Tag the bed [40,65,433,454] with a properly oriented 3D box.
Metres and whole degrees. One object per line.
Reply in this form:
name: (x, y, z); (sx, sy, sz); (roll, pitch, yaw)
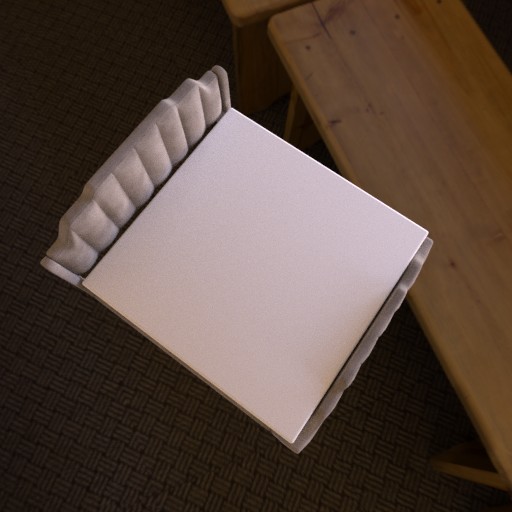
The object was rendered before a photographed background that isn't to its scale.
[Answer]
bed: (0.000, 0.000, 3.575); (2.340, 1.245, 2.074); (35, 77, 9)
